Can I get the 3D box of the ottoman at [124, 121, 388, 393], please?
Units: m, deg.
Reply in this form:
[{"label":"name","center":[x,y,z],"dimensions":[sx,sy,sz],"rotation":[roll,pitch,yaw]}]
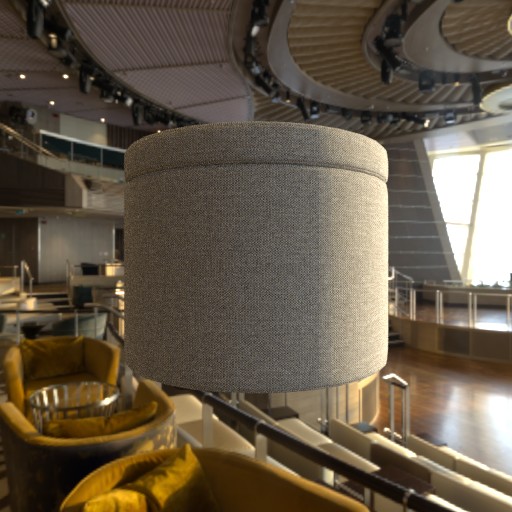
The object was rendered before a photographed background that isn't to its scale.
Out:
[{"label":"ottoman","center":[0.000,0.000,0.874],"dimensions":[0.500,0.419,0.500],"rotation":[0,0,0]}]
